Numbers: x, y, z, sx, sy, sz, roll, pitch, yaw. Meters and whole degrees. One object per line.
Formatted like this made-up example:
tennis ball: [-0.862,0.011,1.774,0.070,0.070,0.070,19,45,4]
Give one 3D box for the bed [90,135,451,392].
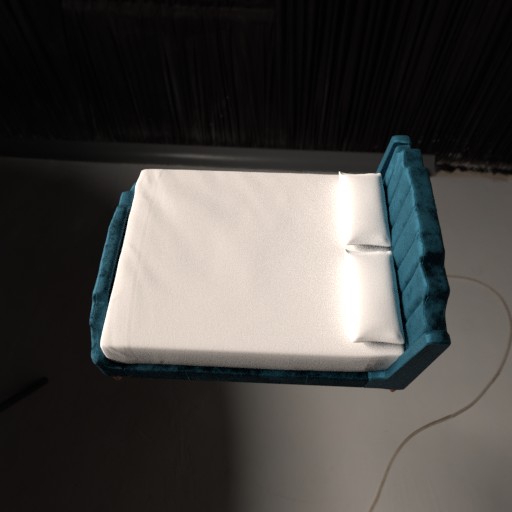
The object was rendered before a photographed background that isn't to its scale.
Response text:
bed: [0.000,0.000,3.382,2.322,1.338,1.678,2,59,1]
